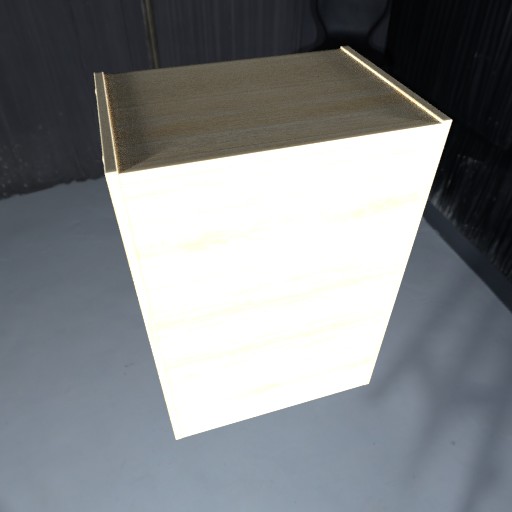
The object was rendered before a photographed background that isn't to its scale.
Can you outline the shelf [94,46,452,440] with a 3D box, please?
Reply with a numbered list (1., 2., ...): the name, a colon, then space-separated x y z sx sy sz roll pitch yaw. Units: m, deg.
1. shelf: 0.000 0.000 0.796 0.414 0.592 0.290 -12 44 -13
